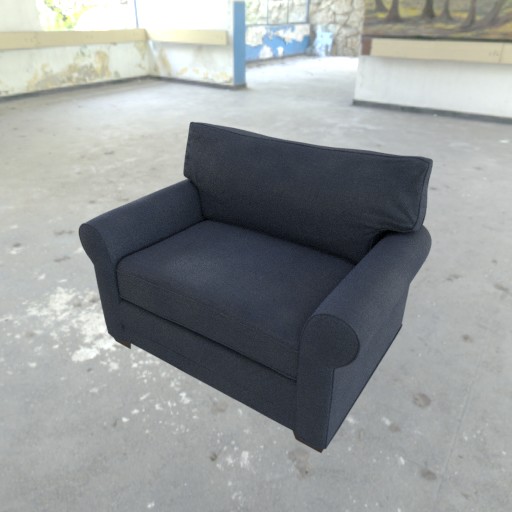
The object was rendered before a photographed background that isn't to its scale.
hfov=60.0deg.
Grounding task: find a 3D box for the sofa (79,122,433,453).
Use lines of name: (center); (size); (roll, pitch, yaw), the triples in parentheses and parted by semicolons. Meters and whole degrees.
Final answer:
sofa: (0.000, 0.000, 2.099); (1.405, 1.004, 0.938); (18, 34, 29)
